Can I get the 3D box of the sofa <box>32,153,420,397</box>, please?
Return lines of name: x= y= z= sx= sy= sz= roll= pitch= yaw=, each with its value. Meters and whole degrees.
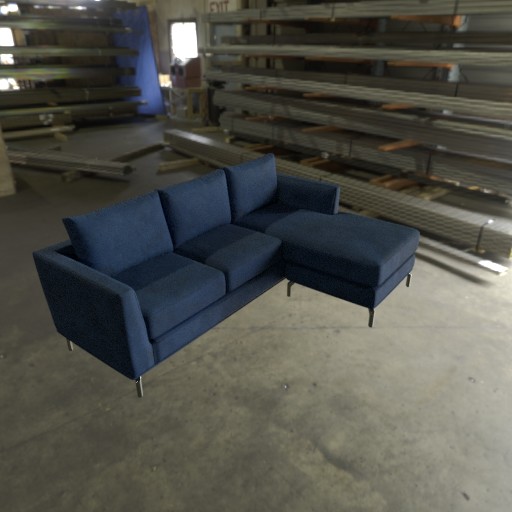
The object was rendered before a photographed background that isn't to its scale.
sofa: x=0.000 y=0.000 z=3.254 sx=1.622 sy=0.987 sz=2.438 roll=18 pitch=31 yaw=33
